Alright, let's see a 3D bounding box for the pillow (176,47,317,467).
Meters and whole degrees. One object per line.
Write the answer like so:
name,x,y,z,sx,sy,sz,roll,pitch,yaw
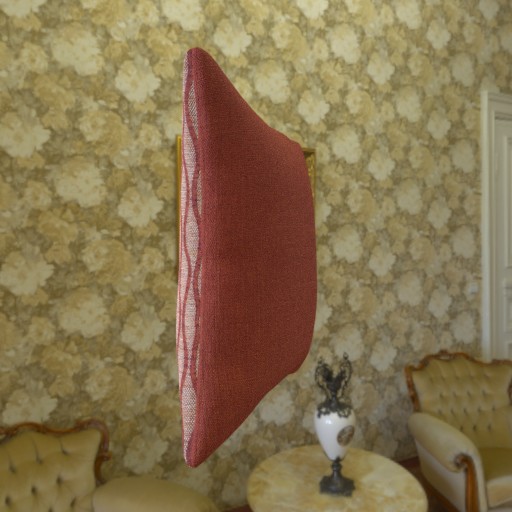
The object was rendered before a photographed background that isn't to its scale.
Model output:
pillow,0.000,0.000,0.653,0.159,0.434,0.429,0,1,19
